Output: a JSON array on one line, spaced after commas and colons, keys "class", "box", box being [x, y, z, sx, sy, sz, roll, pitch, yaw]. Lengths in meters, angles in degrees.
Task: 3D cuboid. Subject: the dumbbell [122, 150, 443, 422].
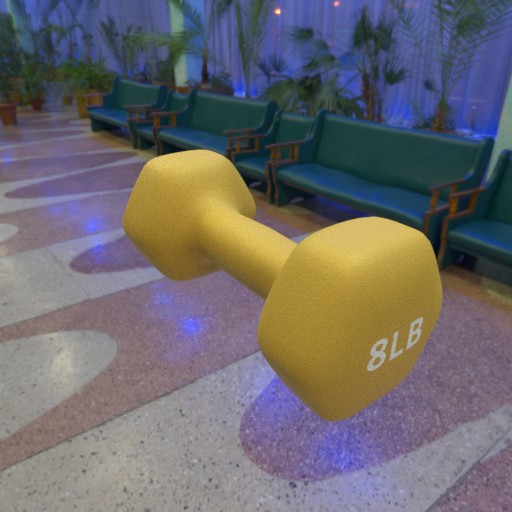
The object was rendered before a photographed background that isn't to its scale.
[{"class": "dumbbell", "box": [0.000, 0.000, 0.243, 0.090, 0.082, 0.190, -18, 32, -31]}]
